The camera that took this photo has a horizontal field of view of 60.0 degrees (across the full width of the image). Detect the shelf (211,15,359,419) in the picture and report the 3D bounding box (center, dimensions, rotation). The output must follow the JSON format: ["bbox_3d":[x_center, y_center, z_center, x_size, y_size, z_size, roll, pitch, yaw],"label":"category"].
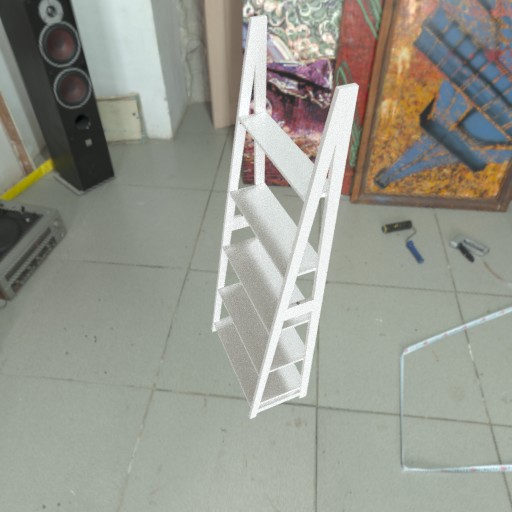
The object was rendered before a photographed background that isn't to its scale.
[{"bbox_3d":[0.000,0.000,1.998,0.341,1.779,0.636,-17,48,-16],"label":"shelf"}]
